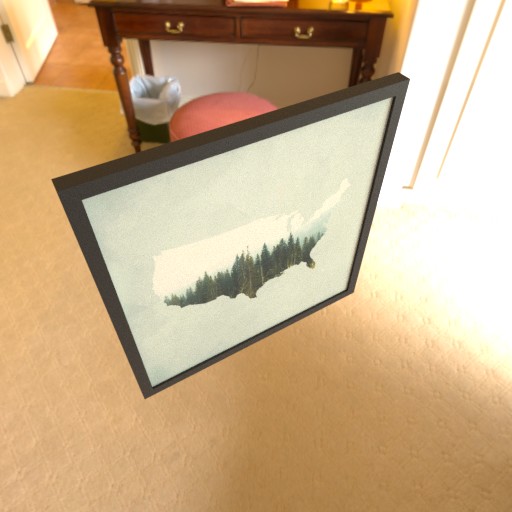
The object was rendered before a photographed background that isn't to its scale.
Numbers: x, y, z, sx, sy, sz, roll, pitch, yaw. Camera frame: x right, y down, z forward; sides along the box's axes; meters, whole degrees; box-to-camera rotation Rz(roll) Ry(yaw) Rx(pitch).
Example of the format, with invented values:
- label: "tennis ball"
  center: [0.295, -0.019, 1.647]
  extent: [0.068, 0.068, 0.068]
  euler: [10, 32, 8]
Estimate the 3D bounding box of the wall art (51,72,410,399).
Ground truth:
- label: "wall art"
  center: [0.000, 0.000, 1.132]
  extent: [0.763, 0.763, 0.038]
  euler: [-23, 52, -20]
